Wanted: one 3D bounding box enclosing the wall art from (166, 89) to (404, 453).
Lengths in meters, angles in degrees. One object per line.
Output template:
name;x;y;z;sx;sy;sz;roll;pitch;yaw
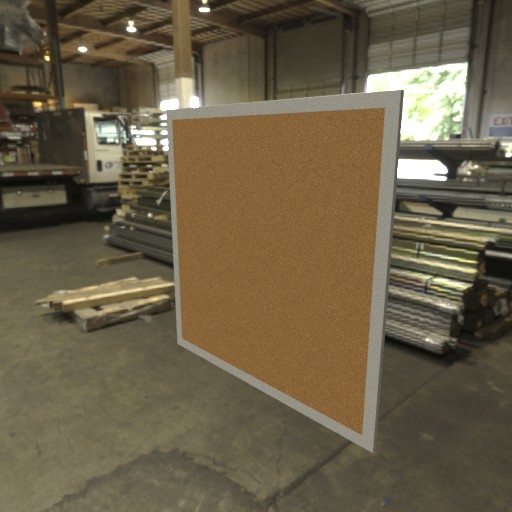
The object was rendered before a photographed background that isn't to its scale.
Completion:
wall art;0.000;0.000;1.236;0.013;0.813;0.812;-14;20;-42
